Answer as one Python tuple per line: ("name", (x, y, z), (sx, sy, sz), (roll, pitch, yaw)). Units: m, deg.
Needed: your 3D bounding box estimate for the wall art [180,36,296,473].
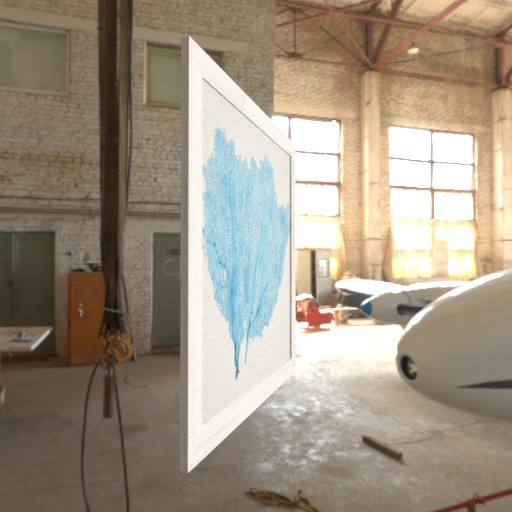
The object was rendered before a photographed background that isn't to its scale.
("wall art", (0.000, 0.000, 0.868), (0.013, 0.584, 0.584), (0, -1, 19))
